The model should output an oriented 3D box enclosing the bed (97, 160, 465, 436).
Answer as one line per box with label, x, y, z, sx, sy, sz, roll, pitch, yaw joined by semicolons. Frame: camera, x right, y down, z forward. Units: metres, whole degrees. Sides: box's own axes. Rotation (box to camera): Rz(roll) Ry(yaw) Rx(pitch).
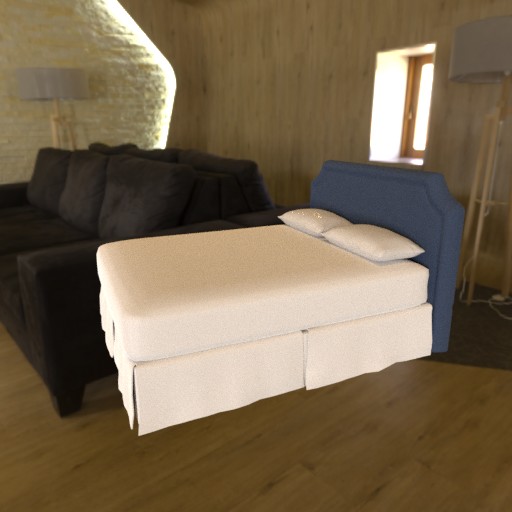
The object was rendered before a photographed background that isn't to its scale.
bed;0.000;0.000;3.397;2.260;1.297;1.831;-7;18;-23
